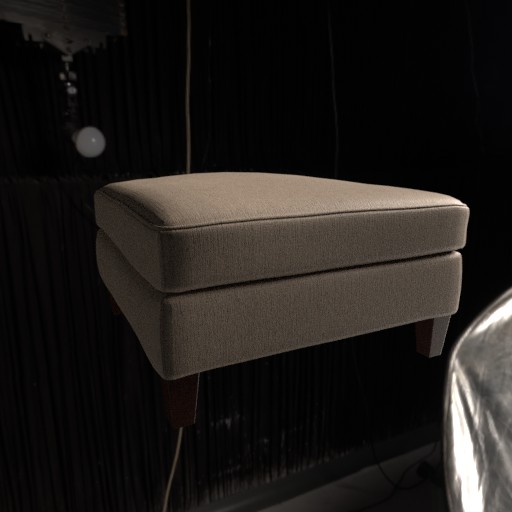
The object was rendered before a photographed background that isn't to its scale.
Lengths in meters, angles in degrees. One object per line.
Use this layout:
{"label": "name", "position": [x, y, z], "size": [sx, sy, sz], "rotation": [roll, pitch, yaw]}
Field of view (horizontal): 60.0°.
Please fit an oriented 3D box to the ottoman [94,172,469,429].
{"label": "ottoman", "position": [0.000, 0.000, 1.346], "size": [0.838, 0.481, 0.838], "rotation": [-7, 15, -26]}
